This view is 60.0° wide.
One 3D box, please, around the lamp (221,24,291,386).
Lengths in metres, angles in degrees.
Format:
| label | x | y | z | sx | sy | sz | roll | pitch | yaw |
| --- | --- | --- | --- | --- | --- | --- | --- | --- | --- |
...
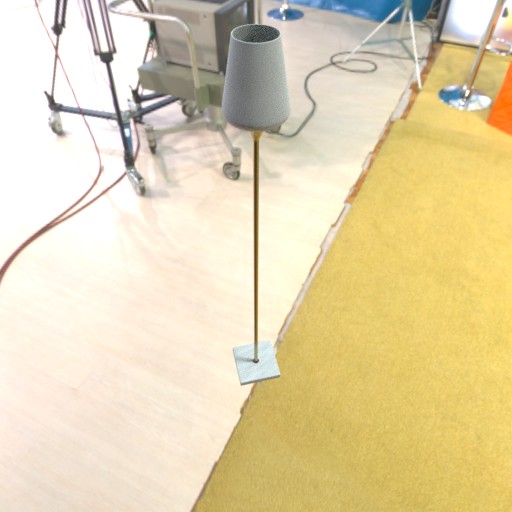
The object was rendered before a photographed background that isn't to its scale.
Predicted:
| label | x | y | z | sx | sy | sz | roll | pitch | yaw |
| --- | --- | --- | --- | --- | --- | --- | --- | --- | --- |
| lamp | 0.000 | 0.000 | 1.897 | 0.229 | 1.813 | 0.232 | -10 | 48 | -9 |
